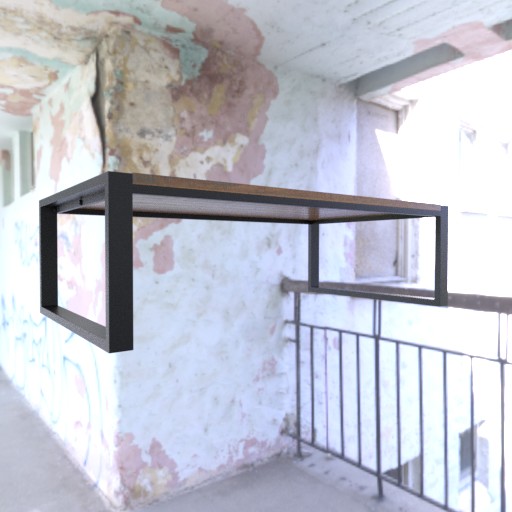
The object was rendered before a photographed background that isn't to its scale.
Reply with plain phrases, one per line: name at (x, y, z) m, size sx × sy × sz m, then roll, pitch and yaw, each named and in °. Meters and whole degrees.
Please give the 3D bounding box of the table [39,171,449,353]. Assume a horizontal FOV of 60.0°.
table at (0.000, 0.000, 1.667) m, size 1.350 × 0.400 × 0.750 m, roll -1°, pitch 1°, yaw -36°
